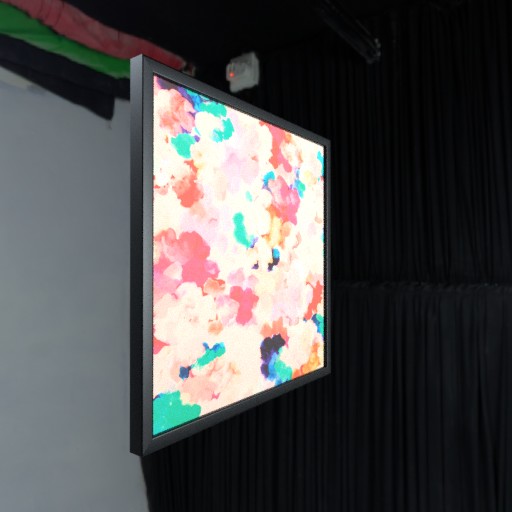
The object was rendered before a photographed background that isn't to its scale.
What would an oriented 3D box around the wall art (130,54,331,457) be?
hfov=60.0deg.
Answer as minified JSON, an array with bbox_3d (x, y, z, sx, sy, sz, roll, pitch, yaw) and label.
[{"bbox_3d":[0.000,0.000,1.142,0.036,0.755,0.756,0,0,37],"label":"wall art"}]
